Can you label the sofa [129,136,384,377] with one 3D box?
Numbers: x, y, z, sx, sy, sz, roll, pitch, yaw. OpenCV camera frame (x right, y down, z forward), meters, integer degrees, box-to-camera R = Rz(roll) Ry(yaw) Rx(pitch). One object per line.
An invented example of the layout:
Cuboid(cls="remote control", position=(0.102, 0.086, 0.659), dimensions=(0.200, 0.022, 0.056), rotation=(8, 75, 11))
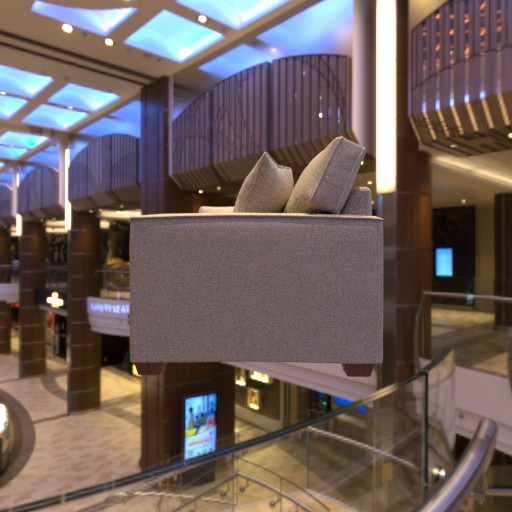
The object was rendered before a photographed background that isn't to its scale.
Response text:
Cuboid(cls="sofa", position=(0.000, 0.000, 2.881), dimensions=(1.061, 0.962, 2.317), rotation=(0, 0, 1))
